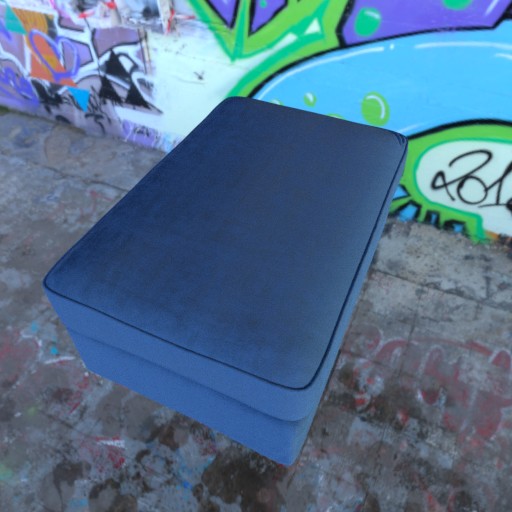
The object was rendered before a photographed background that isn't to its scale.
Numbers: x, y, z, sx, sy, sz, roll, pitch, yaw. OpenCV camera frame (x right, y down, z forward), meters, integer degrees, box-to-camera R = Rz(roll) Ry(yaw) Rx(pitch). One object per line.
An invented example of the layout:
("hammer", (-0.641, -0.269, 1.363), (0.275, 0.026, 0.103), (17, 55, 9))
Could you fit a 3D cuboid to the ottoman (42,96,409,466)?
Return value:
("ottoman", (0.000, 0.000, 1.192), (0.583, 0.484, 0.862), (18, 49, 16))
